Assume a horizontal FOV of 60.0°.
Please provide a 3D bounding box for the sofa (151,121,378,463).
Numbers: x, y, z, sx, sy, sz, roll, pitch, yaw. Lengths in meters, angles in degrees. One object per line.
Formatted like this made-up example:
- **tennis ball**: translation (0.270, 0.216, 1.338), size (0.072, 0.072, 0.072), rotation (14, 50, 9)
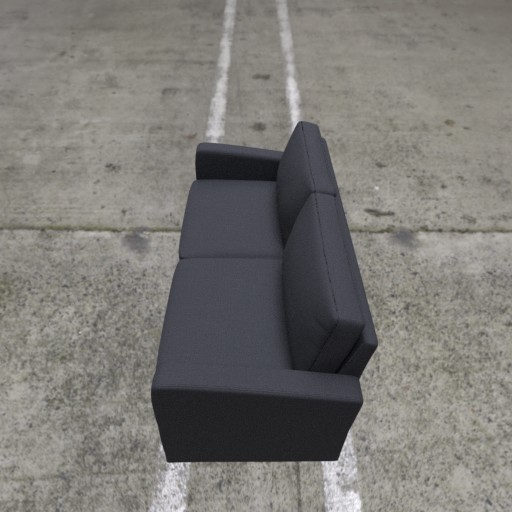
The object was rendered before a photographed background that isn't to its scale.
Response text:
- **sofa**: translation (0.000, 0.000, 2.404), size (0.898, 0.839, 1.852), rotation (0, 42, 0)
